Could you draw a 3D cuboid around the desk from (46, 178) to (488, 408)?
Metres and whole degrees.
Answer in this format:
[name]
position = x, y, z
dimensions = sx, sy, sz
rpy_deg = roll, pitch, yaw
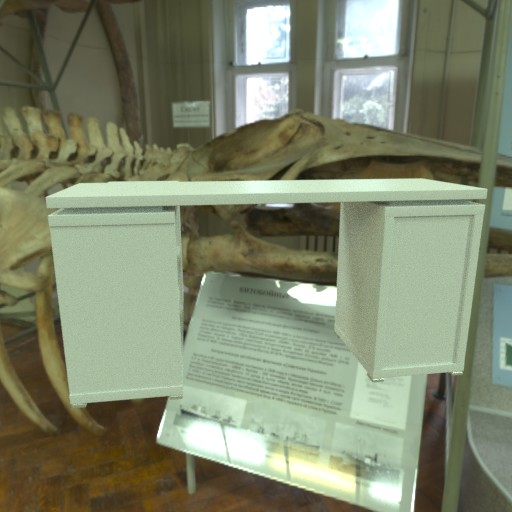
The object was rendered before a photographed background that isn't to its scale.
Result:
[desk]
position = 0.000, 0.000, 2.171
dimensions = 1.524, 0.753, 1.200
rpy_deg = -2, 15, -9
